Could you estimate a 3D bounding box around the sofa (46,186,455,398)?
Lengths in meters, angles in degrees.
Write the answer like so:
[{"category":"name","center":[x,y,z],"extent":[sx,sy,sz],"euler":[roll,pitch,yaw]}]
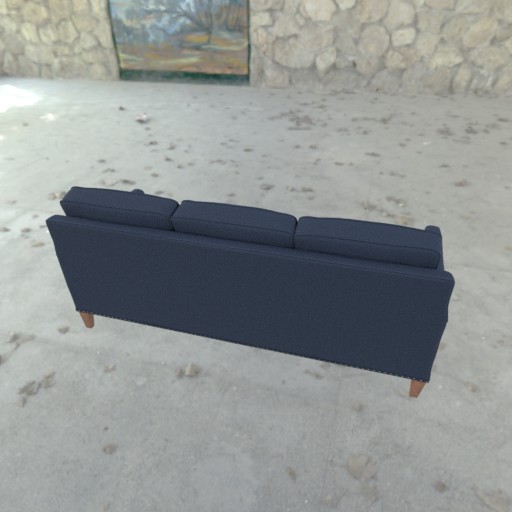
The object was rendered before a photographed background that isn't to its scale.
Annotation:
[{"category":"sofa","center":[0.000,0.000,2.835],"extent":[2.246,1.003,1.084],"euler":[9,32,14]}]
